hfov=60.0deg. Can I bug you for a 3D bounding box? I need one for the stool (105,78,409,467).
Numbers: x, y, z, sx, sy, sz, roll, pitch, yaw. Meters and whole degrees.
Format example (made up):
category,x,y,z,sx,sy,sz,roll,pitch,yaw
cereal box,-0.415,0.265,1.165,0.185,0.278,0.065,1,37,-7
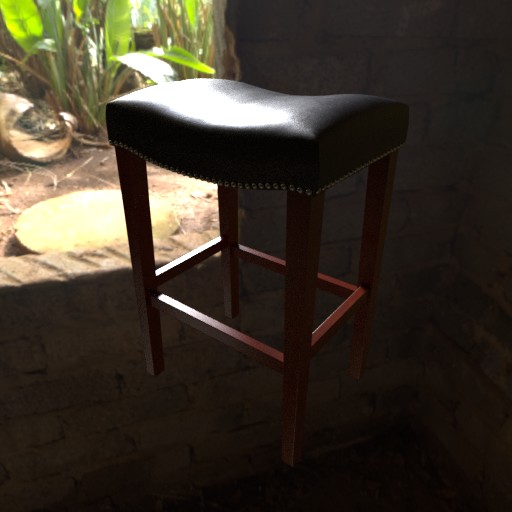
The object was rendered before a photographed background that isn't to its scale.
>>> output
category,x,y,z,sx,sy,sz,roll,pitch,yaw
stool,0.000,0.000,1.045,0.504,0.742,0.372,20,35,32
